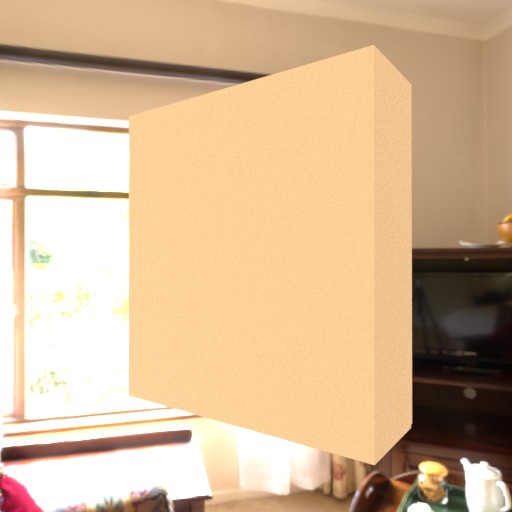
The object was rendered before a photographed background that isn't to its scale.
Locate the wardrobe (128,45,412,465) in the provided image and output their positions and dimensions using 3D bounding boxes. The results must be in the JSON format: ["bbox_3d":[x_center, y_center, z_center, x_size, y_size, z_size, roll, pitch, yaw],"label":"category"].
[{"bbox_3d":[0.000,0.000,2.903,1.830,2.020,0.600,0,0,36],"label":"wardrobe"}]
